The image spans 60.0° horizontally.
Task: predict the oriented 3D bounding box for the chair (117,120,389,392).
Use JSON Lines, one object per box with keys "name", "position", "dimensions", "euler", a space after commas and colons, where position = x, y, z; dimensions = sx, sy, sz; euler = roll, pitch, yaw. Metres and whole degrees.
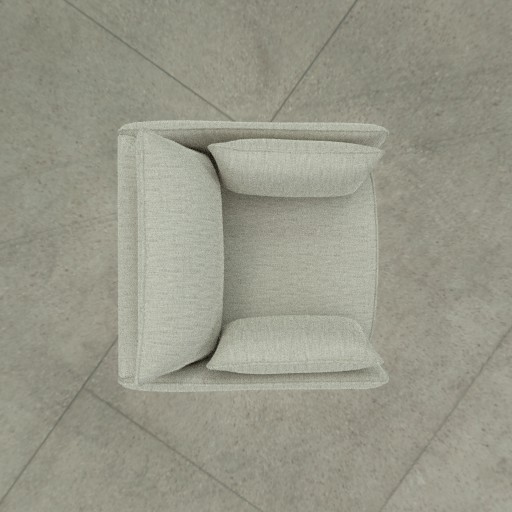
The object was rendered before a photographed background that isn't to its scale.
{"name": "chair", "position": [0.000, 0.000, 1.766], "dimensions": [0.991, 0.855, 0.994], "euler": [0, 91, -1]}
